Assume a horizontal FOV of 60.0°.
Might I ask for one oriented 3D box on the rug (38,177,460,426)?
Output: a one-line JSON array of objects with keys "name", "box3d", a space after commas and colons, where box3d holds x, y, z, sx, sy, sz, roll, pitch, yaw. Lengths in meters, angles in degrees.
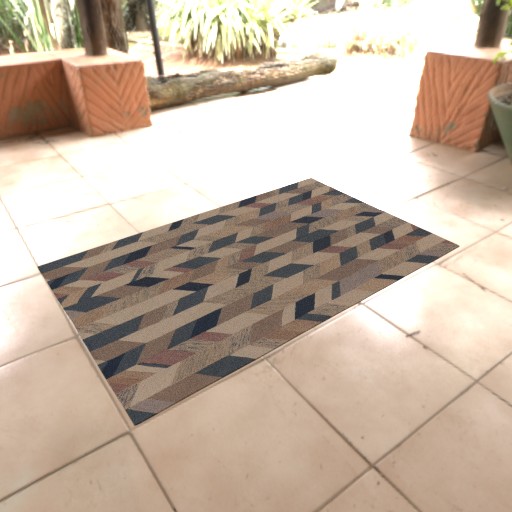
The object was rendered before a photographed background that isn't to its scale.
[{"name": "rug", "box3d": [0.000, 0.000, 2.983, 2.423, 0.008, 1.513, -22, 39, -30]}]
